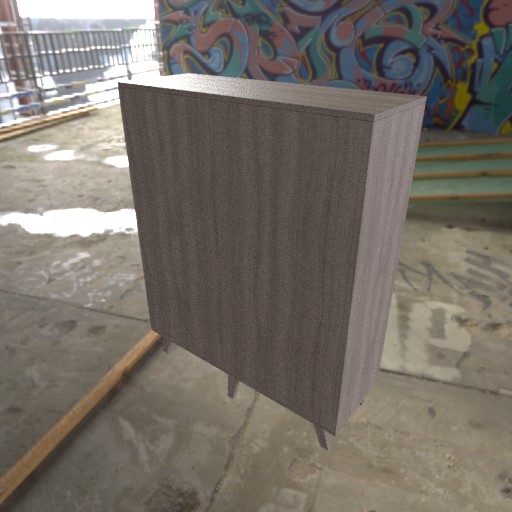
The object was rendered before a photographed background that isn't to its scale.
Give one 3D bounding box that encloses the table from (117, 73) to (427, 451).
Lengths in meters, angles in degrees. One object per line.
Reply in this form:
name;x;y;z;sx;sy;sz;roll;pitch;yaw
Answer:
table;0.000;0.000;1.945;1.111;1.388;0.398;20;34;33
